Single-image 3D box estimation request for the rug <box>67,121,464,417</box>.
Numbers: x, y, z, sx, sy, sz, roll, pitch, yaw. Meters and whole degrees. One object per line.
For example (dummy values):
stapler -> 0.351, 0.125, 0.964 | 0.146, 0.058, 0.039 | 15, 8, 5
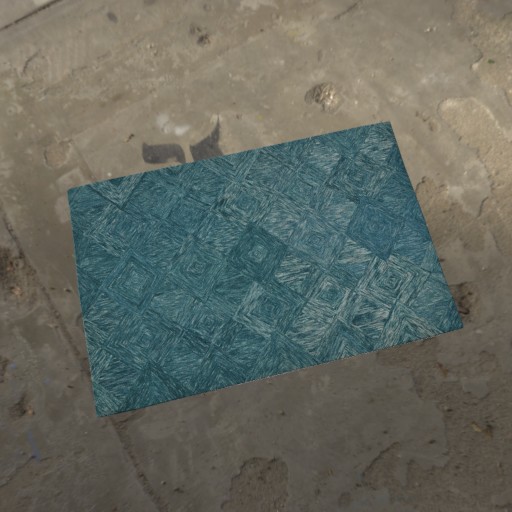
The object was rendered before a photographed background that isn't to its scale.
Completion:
rug -> 0.000, 0.000, 2.161 | 1.728, 0.017, 1.136 | -13, 75, -4
